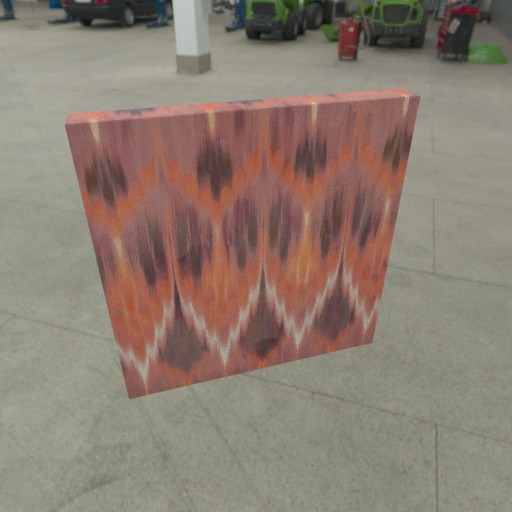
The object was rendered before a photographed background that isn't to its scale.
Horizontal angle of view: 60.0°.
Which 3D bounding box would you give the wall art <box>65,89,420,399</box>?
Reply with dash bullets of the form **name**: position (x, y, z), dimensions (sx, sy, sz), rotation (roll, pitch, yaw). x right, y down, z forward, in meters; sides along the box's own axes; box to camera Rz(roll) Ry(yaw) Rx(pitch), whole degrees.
- **wall art**: position (0.000, 0.000, 0.608), dimensions (0.403, 0.406, 0.038), rotation (-9, 34, -14)
